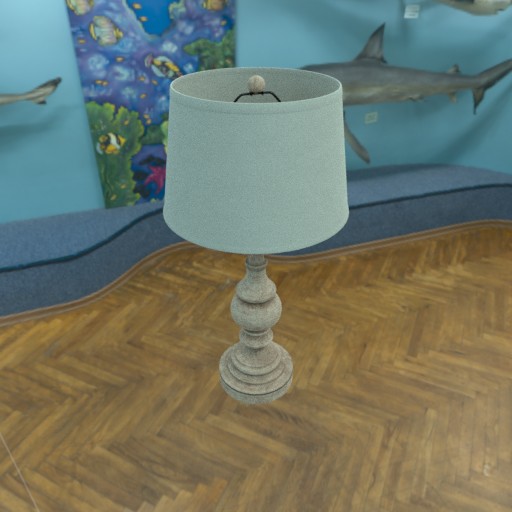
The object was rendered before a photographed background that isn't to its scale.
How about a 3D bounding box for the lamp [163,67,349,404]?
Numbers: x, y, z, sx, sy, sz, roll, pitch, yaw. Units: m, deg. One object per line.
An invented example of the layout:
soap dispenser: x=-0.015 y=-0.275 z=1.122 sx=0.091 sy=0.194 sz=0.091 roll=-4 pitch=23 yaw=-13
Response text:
lamp: x=0.000 y=0.000 z=0.884 sx=0.340 sy=0.678 sz=0.340 roll=0 pitch=33 yaw=0
